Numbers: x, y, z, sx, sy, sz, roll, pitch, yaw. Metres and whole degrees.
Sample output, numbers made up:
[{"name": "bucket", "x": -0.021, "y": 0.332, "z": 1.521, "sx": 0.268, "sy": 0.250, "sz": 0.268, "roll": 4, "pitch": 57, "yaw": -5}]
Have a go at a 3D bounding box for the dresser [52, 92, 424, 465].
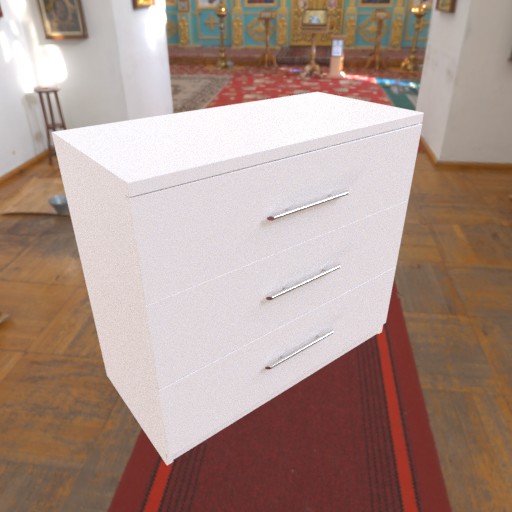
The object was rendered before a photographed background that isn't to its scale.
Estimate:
[{"name": "dresser", "x": 0.000, "y": 0.000, "z": 1.250, "sx": 0.830, "sy": 0.740, "sz": 0.420, "roll": -21, "pitch": 36, "yaw": -32}]
